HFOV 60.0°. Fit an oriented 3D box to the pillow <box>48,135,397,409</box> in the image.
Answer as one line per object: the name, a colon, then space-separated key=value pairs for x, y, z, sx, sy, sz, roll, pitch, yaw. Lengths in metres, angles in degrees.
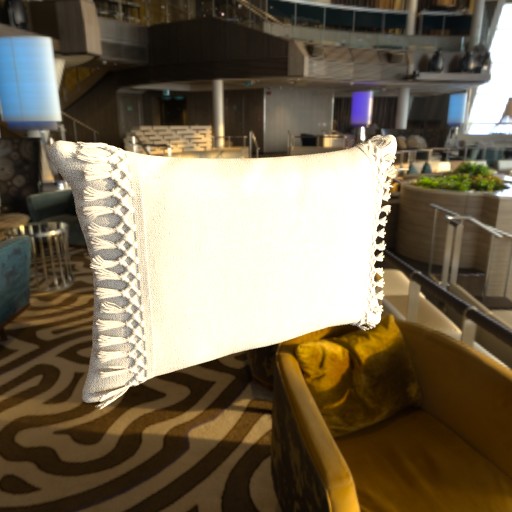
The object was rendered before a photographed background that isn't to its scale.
pillow: x=0.000 y=0.000 z=0.584 sx=0.466 sy=0.305 sz=0.084 roll=-9 pitch=18 yaw=-27
